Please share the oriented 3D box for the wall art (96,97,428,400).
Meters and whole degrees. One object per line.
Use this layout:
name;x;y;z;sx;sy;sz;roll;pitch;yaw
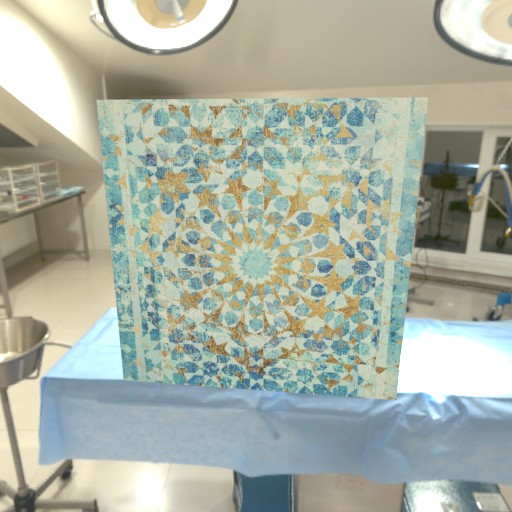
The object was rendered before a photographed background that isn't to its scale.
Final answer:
wall art;0.000;0.000;0.912;0.609;0.609;0.040;2;17;7
